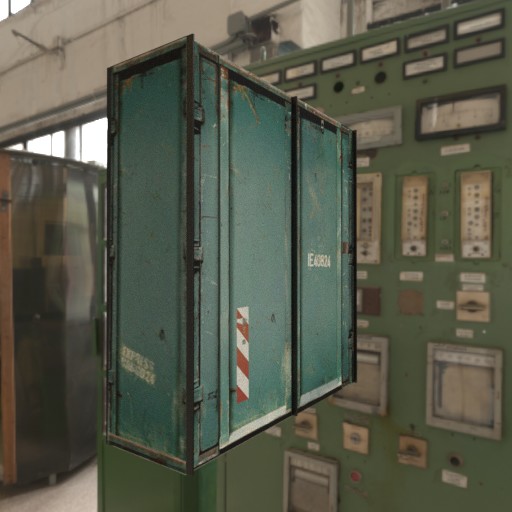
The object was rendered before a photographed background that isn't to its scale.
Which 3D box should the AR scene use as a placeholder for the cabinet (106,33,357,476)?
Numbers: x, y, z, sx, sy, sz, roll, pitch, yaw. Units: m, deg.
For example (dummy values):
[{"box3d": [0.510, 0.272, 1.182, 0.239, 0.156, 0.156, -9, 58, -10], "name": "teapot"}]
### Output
[{"box3d": [0.000, 0.000, 3.162, 0.680, 2.160, 2.000, 0, 0, 36], "name": "cabinet"}]
